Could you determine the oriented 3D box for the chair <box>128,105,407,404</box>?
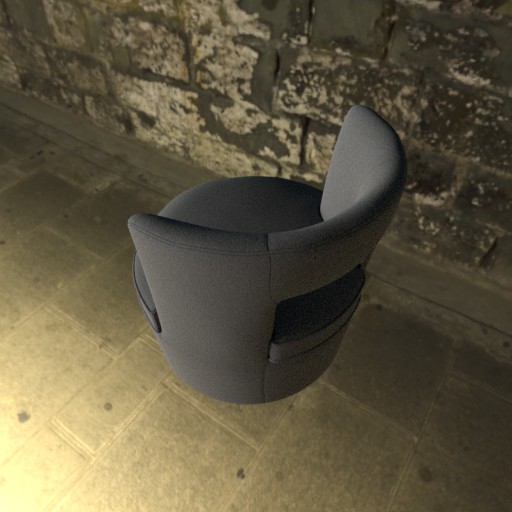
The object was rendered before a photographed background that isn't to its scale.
[{"bbox_3d":[0.000,0.000,1.253,0.689,0.719,0.660,-33,54,-28],"label":"chair"}]
